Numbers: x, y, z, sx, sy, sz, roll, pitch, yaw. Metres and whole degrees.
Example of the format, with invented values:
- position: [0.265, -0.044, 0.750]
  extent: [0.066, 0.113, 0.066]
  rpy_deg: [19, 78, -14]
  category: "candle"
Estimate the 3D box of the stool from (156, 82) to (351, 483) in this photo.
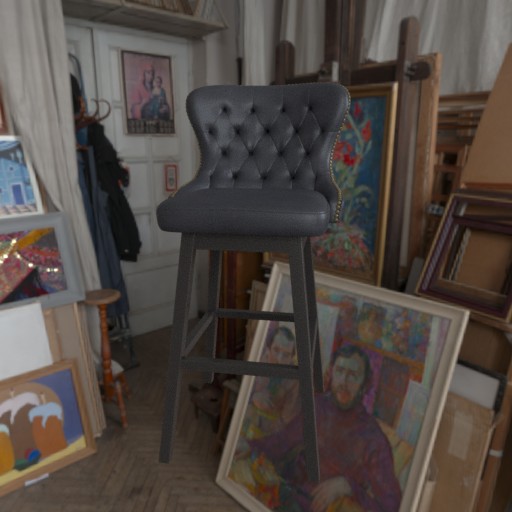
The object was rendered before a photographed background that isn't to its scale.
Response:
- position: [0.000, 0.000, 1.349]
  extent: [0.528, 1.050, 0.601]
  rpy_deg: [2, 14, 10]
  category: "stool"
